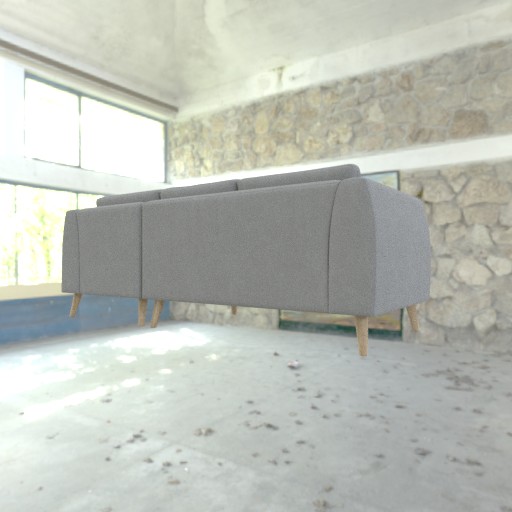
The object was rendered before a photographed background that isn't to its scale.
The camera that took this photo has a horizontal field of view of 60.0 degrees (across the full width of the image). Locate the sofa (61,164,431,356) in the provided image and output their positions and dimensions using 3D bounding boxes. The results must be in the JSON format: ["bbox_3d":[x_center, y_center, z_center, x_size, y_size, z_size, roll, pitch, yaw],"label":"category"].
[{"bbox_3d":[0.000,0.000,3.099,2.300,0.860,1.580,0,0,35],"label":"sofa"}]
